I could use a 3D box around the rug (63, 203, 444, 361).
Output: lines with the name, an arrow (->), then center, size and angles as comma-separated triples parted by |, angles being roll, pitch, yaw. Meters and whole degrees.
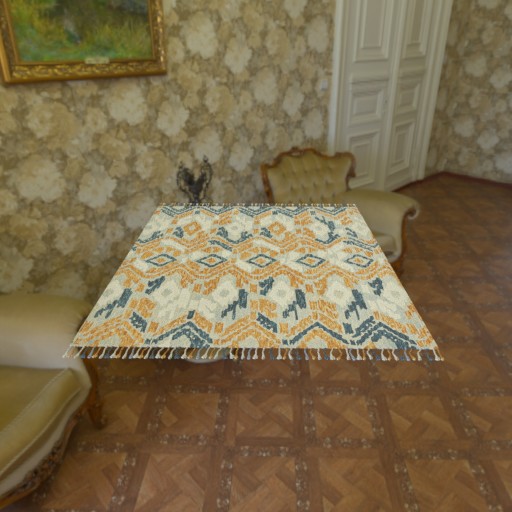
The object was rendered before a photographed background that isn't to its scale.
rug -> 0.000, 0.000, 4.188 | 2.439, 0.010, 3.048 | 0, 26, 1
